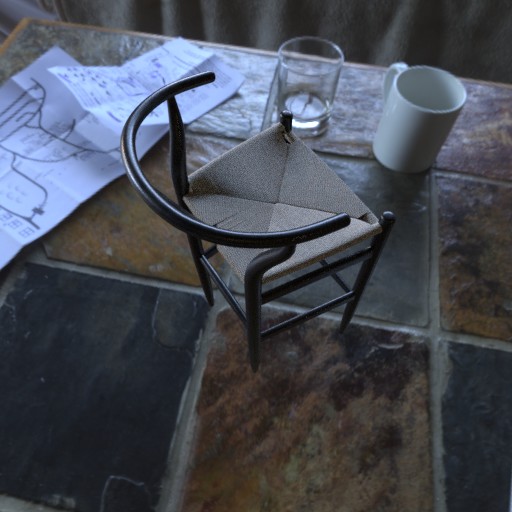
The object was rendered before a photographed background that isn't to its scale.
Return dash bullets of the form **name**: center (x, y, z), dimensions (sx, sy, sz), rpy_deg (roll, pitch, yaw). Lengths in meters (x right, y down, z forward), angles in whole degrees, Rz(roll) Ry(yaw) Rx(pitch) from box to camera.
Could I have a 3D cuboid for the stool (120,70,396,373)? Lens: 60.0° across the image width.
- **stool**: center (0.000, 0.000, 1.413), dimensions (0.579, 1.072, 0.569), rpy_deg (-29, 63, -16)
